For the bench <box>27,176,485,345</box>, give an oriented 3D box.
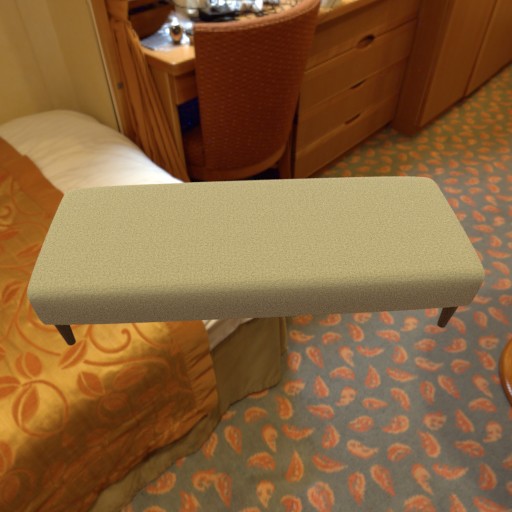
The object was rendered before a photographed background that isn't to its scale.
[{"bbox_3d":[0.000,0.000,1.838,1.598,0.383,0.631,-2,45,-2],"label":"bench"}]
